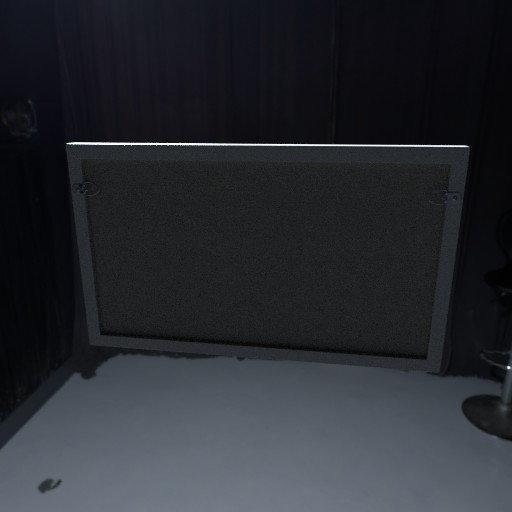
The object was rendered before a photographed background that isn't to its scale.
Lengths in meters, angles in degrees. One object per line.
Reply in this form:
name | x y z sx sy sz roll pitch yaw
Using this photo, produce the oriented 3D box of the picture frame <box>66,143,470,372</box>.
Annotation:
picture frame | 0.000 0.000 0.775 0.647 0.379 0.044 3 17 9
